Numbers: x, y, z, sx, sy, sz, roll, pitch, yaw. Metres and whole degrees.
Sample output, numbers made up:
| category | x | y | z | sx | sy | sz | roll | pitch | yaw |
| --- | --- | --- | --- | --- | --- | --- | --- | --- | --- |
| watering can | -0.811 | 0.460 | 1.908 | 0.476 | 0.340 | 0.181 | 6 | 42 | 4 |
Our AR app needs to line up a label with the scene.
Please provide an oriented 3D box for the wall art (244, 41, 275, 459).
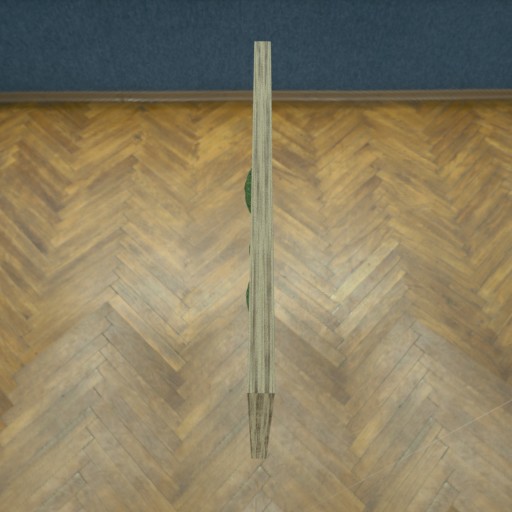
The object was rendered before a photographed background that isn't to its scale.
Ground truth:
| category | x | y | z | sx | sy | sz | roll | pitch | yaw |
| --- | --- | --- | --- | --- | --- | --- | --- | --- | --- |
| wall art | 0.000 | 0.000 | 1.103 | 0.063 | 0.609 | 0.841 | 1 | 58 | 0 |
